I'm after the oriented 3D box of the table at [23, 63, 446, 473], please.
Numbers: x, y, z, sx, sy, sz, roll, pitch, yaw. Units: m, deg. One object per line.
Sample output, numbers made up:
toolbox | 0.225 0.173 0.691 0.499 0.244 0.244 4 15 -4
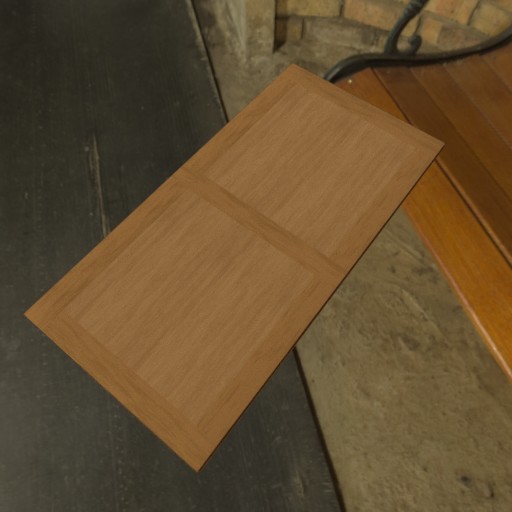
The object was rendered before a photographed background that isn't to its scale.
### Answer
table | 0.000 0.000 2.457 1.000 0.762 1.982 35 68 16
